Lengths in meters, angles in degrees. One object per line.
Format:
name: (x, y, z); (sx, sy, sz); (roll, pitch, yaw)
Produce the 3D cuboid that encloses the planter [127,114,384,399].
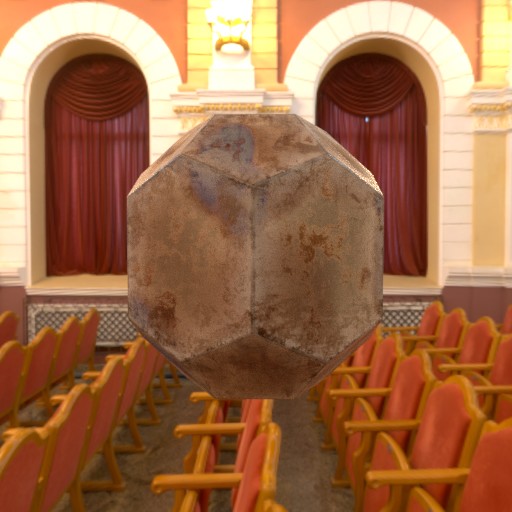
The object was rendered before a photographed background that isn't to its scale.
planter: (0.000, 0.000, 0.426); (0.221, 0.238, 0.243); (0, 1, 1)
